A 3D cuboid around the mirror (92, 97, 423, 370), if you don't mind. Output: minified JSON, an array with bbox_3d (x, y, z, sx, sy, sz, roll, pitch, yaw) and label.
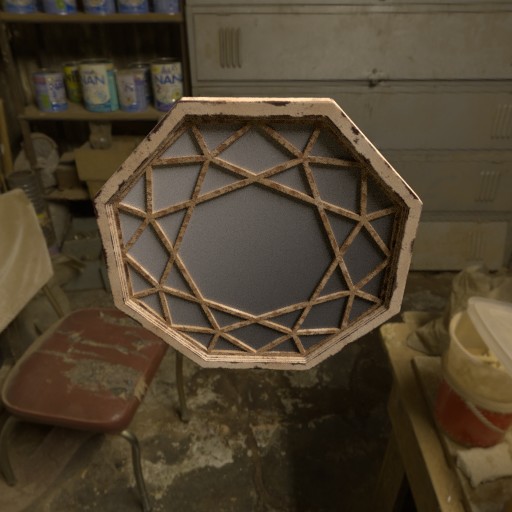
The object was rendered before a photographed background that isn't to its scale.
[{"bbox_3d":[0.000,0.000,0.949,0.648,0.648,0.031,1,32,1],"label":"mirror"}]
